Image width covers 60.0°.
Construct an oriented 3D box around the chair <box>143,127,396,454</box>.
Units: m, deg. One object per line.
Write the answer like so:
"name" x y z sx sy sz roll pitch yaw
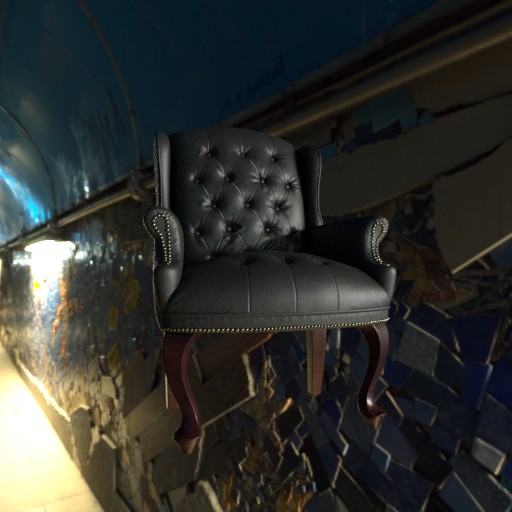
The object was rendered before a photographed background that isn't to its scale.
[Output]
"chair" 0.000 0.000 1.629 0.838 1.111 0.762 0 -1 -19
